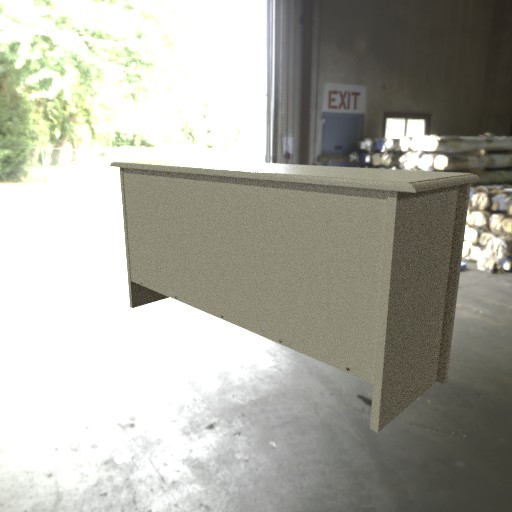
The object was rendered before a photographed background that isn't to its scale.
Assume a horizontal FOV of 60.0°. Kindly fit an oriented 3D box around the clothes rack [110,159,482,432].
[{"bbox_3d":[0.000,0.000,1.336,0.324,0.531,1.120,-14,20,-43],"label":"clothes rack"}]
